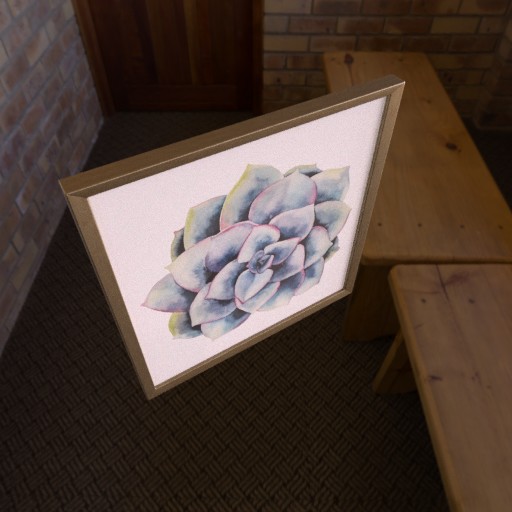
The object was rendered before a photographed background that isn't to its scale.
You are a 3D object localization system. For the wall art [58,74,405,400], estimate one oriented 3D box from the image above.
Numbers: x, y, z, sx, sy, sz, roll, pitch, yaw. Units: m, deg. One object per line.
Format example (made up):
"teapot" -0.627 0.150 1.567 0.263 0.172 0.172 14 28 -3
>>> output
"wall art" 0.000 0.000 0.763 0.503 0.506 0.030 -24 52 -21
